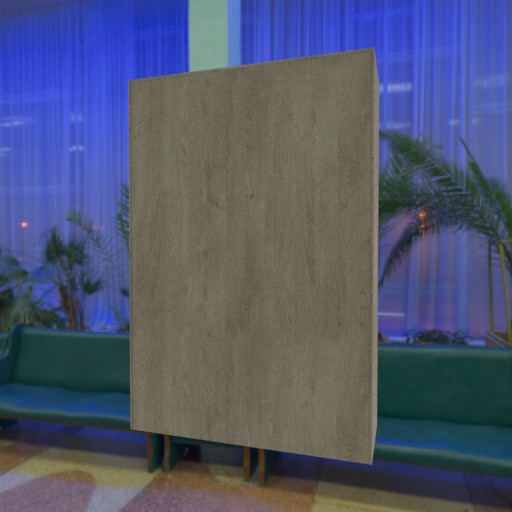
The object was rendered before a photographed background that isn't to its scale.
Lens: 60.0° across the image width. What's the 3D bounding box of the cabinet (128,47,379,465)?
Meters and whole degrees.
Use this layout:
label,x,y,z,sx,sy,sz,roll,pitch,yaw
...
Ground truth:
label,x,y,z,sx,sy,sz,roll,pitch,yaw
cabinet,0.000,0.000,2.467,1.290,1.910,0.510,0,1,18
